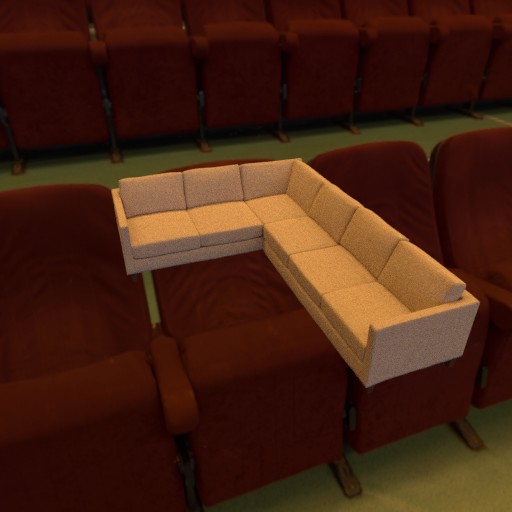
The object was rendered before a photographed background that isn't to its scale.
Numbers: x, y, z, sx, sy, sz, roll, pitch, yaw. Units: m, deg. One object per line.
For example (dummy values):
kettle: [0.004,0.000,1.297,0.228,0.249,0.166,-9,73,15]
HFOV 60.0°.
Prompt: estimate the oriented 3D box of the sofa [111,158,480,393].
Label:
sofa: [0.000,0.000,4.351,2.432,0.863,3.182,-11,33,-17]
